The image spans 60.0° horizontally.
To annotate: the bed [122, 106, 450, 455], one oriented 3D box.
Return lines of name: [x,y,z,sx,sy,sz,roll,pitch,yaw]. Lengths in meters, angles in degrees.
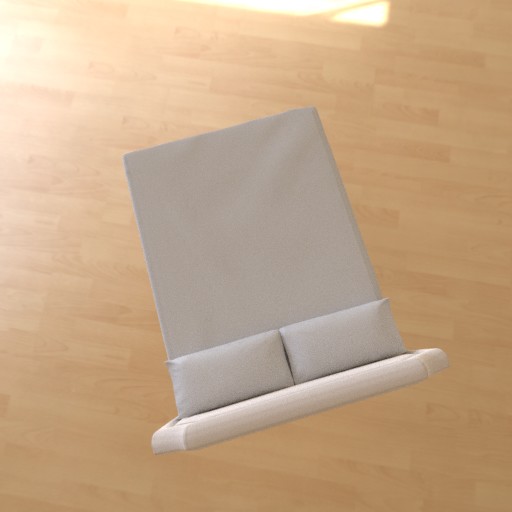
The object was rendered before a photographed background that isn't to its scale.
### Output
bed: [0.000,0.000,3.238,1.828,1.297,2.164,-15,77,-4]
